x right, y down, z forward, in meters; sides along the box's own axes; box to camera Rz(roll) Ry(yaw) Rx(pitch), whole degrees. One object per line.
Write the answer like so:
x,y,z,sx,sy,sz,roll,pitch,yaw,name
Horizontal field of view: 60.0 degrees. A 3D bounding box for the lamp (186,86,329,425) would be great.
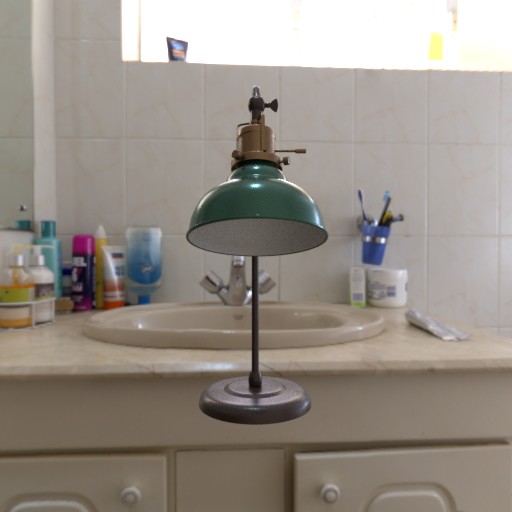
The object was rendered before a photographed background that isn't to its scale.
0.000,0.000,0.670,0.192,0.508,0.374,0,0,-1,lamp
